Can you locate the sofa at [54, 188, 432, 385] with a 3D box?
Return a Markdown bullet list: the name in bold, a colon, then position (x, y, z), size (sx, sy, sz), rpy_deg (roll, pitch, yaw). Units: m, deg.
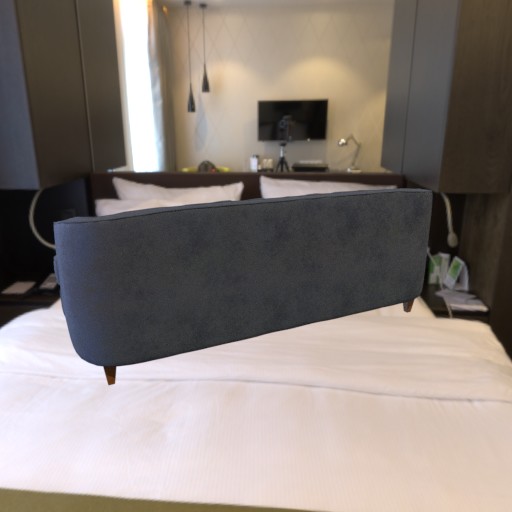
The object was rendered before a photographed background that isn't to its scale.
- **sofa**: position (0.000, 0.000, 2.768), size (2.278, 0.855, 0.941), rpy_deg (-8, 18, -26)
